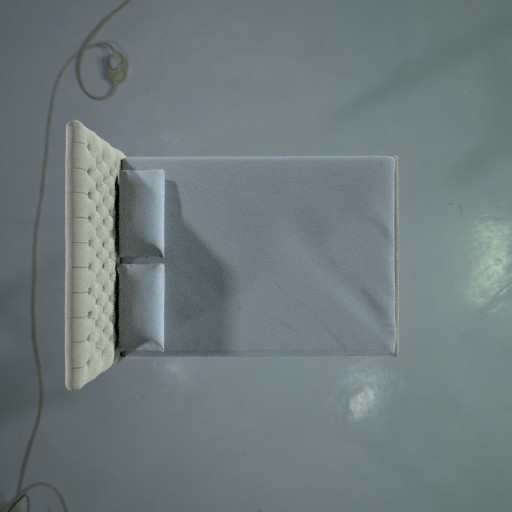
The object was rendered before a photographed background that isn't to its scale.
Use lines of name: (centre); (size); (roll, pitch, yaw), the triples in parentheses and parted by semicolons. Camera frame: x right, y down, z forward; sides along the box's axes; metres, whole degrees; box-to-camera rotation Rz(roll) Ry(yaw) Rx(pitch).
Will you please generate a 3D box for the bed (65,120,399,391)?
bed: (0.000, 0.000, 3.433); (2.387, 1.427, 1.698); (0, 90, 1)
